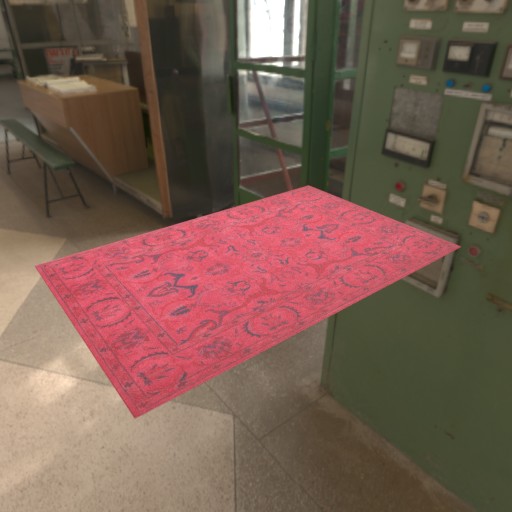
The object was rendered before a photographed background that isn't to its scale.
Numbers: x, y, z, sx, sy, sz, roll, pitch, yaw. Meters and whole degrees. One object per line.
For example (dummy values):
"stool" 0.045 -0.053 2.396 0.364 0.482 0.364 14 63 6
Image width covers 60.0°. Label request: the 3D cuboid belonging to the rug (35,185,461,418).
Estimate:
"rug" 0.000 0.000 2.972 2.423 0.010 1.534 -21 35 -32
